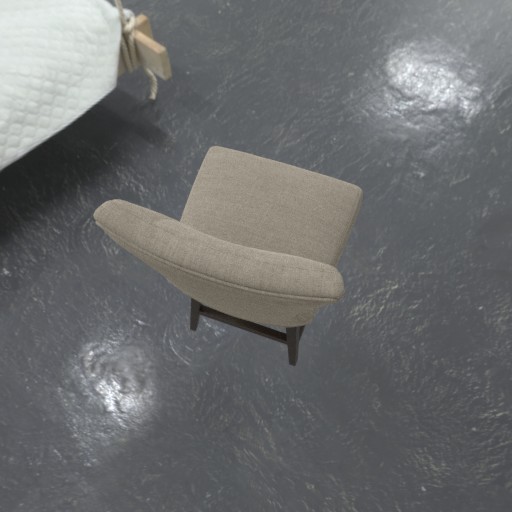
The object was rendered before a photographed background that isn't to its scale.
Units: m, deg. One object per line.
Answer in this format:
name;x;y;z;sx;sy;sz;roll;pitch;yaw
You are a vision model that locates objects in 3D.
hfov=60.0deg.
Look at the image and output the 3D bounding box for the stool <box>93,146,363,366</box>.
stool;0.000;0.000;1.365;0.514;1.000;0.574;18;66;8
